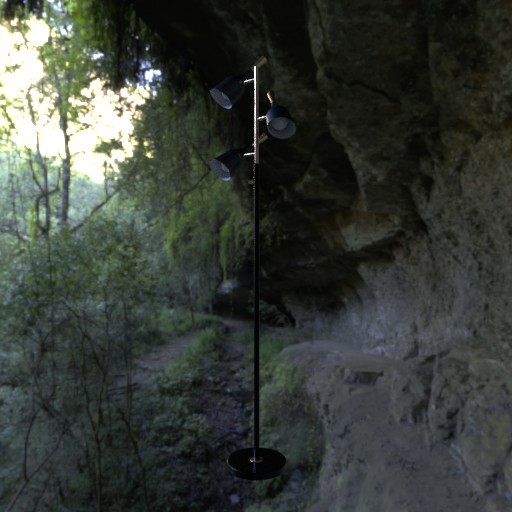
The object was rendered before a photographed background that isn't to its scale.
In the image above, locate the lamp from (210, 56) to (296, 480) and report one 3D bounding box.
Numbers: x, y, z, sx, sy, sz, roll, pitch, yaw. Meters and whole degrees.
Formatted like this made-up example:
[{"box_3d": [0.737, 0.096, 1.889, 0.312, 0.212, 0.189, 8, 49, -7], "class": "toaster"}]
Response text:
[{"box_3d": [0.000, 0.000, 1.893, 0.434, 1.778, 0.253, -1, -1, 38], "class": "lamp"}]
